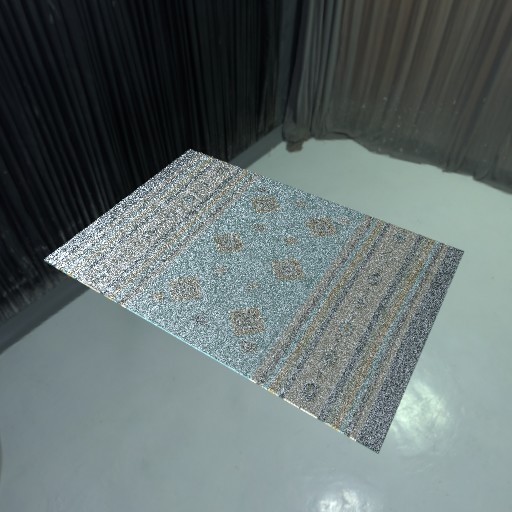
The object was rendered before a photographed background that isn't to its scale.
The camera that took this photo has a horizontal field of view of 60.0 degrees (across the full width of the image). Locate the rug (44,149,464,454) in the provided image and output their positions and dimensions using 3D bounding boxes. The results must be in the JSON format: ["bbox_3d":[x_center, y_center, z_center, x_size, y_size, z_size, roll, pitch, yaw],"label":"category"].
[{"bbox_3d":[0.000,0.000,2.297,1.811,0.010,1.212,24,51,22],"label":"rug"}]
